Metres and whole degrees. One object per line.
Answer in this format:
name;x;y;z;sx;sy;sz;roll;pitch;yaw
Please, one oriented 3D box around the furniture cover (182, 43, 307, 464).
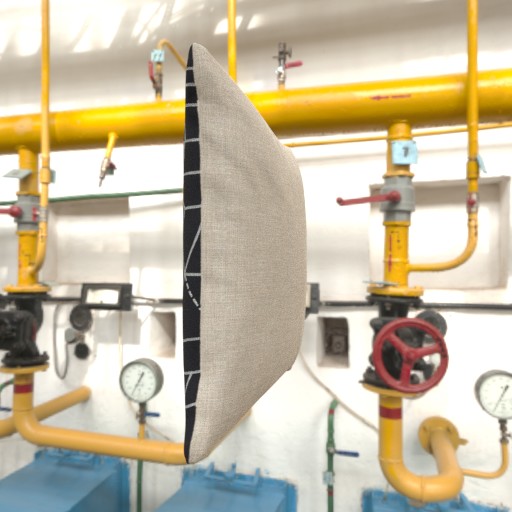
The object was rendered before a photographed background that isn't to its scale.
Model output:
furniture cover;0.000;0.000;0.773;0.158;0.508;0.517;0;-1;16
